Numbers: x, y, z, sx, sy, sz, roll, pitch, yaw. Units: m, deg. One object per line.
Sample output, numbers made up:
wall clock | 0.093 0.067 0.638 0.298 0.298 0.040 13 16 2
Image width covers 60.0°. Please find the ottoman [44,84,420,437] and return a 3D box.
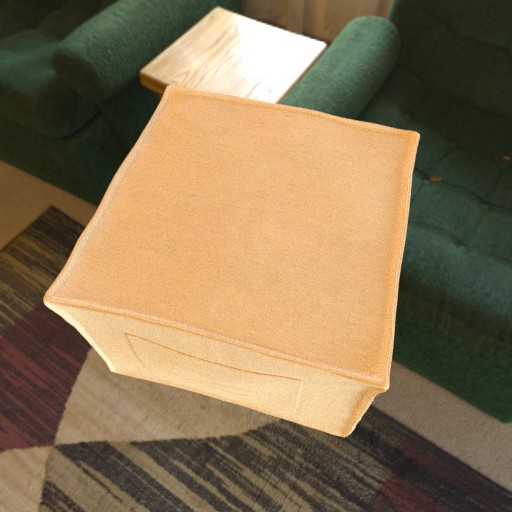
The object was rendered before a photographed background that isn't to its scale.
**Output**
ottoman | 0.000 0.000 1.160 0.707 0.470 0.696 13 59 8
